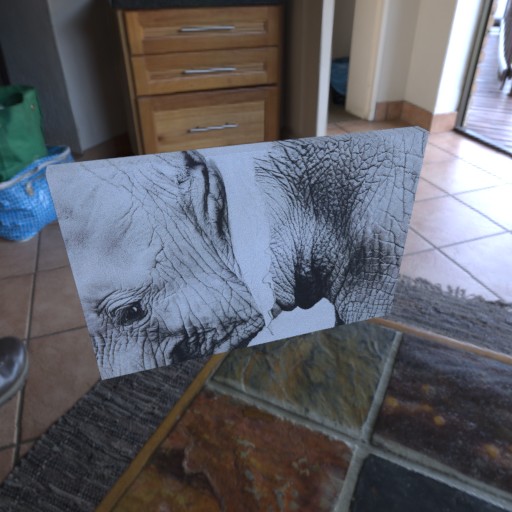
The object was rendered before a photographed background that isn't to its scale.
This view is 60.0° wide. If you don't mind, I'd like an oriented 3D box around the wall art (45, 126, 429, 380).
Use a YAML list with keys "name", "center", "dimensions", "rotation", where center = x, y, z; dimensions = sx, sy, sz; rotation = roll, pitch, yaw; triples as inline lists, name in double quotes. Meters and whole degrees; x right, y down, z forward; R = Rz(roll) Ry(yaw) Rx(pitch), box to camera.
- name: "wall art"
  center: [0.000, 0.000, 0.805]
  dimensions: [0.613, 0.407, 0.035]
  rotation: [-10, 34, -15]
